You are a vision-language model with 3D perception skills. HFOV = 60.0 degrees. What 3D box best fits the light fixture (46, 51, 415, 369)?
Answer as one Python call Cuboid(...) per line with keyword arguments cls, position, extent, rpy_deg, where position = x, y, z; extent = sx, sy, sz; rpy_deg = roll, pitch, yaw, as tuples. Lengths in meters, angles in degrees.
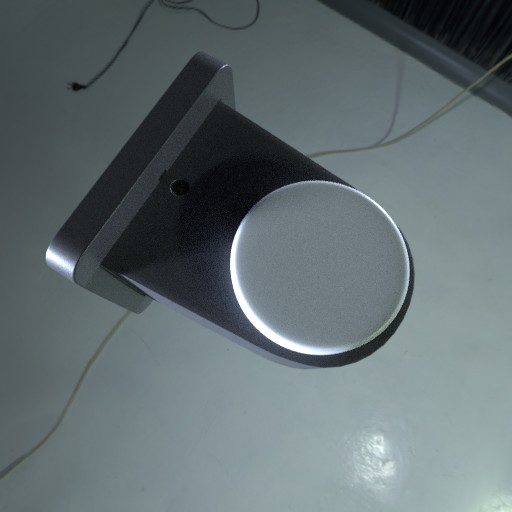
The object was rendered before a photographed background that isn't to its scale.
Cuboid(cls="light fixture", position=(0.000, 0.000, 0.213), extent=(0.132, 0.109, 0.109), rpy_deg=(31, 77, 8))
